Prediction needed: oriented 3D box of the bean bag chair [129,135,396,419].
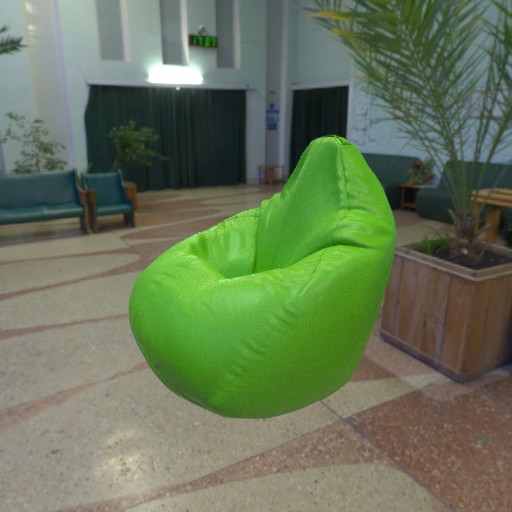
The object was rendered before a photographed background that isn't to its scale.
[{"bbox_3d":[0.000,0.000,1.892,1.070,0.990,1.070,-8,19,-26],"label":"bean bag chair"}]
